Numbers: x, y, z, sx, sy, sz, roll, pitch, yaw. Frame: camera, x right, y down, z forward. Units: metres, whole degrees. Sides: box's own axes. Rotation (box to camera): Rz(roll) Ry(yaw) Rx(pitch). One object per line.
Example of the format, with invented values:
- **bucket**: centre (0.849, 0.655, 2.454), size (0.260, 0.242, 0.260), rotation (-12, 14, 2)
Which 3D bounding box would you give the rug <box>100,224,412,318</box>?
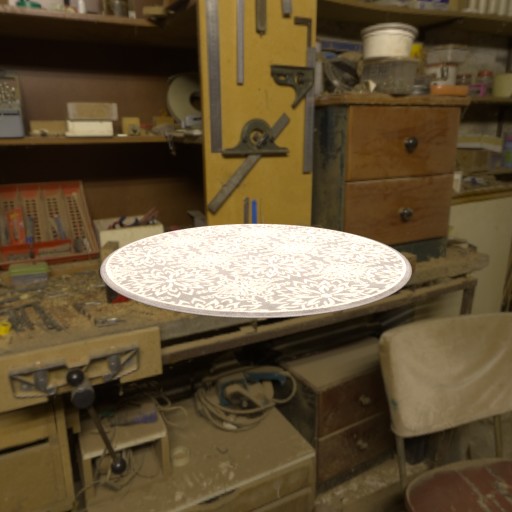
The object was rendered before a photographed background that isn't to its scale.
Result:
- **rug**: centre (0.000, 0.000, 2.391), size (1.593, 0.012, 1.593), rotation (0, 16, 0)
